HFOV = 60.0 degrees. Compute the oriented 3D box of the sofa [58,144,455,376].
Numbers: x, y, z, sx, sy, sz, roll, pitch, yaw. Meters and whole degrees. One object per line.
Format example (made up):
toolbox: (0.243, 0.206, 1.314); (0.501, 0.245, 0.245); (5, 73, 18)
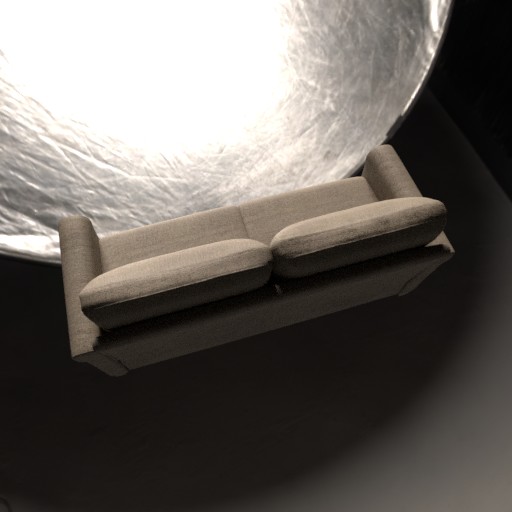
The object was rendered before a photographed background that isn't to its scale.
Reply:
sofa: (0.000, 0.000, 2.378); (1.935, 0.942, 0.842); (-14, 60, -9)
